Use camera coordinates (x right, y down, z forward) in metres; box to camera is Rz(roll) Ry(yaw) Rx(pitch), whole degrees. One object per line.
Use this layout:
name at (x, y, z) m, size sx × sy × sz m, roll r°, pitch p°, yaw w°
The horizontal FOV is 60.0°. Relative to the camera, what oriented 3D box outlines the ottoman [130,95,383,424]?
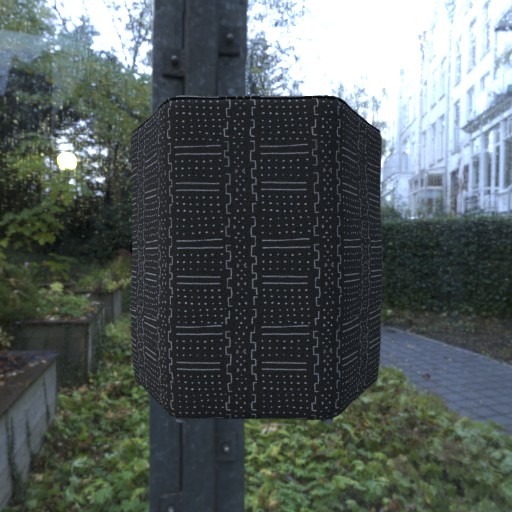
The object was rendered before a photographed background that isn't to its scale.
ottoman at (0.000, 0.000, 0.873) m, size 0.494 × 0.502 × 0.443 m, roll 0°, pitch 1°, yaw 1°
